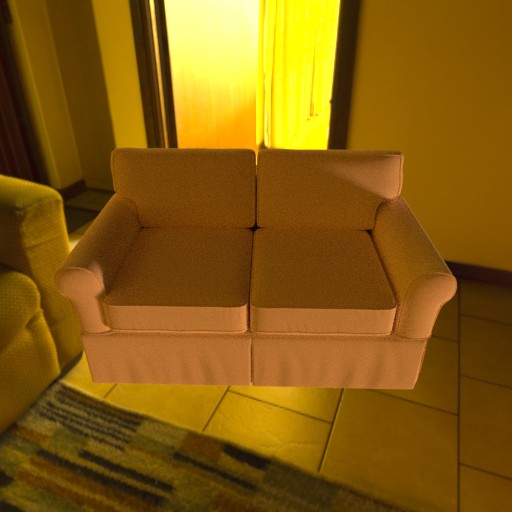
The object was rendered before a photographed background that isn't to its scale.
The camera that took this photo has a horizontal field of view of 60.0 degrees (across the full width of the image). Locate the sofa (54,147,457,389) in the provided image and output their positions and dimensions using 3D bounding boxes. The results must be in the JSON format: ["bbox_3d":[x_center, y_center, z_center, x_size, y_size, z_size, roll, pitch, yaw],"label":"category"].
[{"bbox_3d":[0.000,0.000,2.345,1.727,0.940,0.991,1,31,1],"label":"sofa"}]
